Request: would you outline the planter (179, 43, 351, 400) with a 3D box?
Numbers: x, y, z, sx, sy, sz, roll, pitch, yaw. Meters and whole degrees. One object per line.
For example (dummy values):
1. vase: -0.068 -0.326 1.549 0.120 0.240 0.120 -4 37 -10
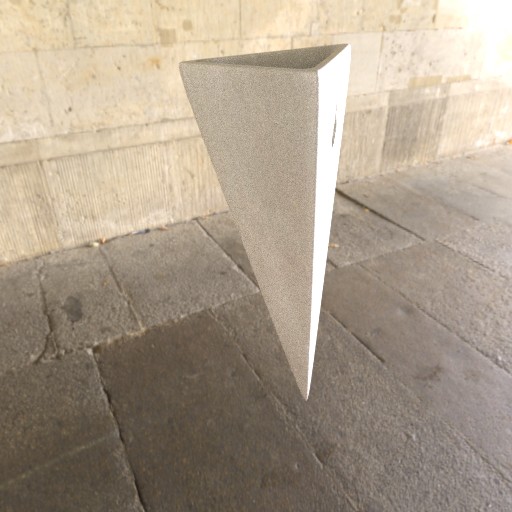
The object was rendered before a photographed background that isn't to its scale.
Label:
1. planter: 0.000 0.000 0.266 0.081 0.224 0.101 9 32 14
